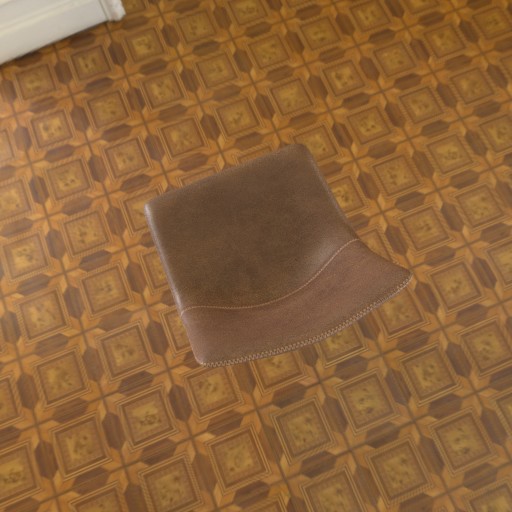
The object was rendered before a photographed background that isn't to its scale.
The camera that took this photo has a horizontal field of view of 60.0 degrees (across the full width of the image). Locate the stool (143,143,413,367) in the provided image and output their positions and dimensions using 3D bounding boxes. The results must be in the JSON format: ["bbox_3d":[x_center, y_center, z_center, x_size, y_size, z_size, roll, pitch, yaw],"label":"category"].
[{"bbox_3d":[0.000,0.000,1.194,0.460,0.890,0.550,-22,76,-6],"label":"stool"}]
